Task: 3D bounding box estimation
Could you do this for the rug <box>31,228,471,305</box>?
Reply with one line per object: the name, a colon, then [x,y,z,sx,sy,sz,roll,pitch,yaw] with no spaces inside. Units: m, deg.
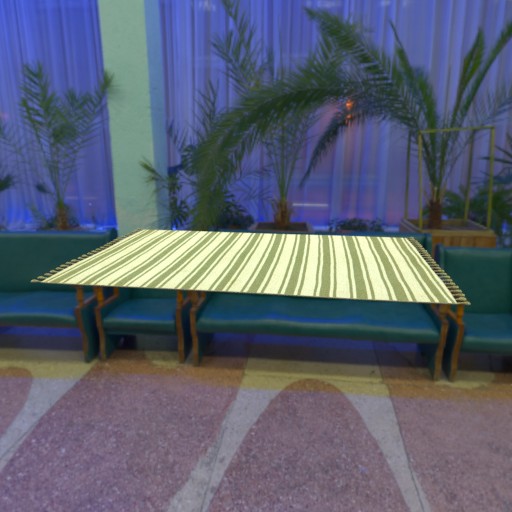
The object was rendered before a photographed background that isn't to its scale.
rug: [0.000,0.000,3.121,2.435,0.018,1.540,2,15,8]
